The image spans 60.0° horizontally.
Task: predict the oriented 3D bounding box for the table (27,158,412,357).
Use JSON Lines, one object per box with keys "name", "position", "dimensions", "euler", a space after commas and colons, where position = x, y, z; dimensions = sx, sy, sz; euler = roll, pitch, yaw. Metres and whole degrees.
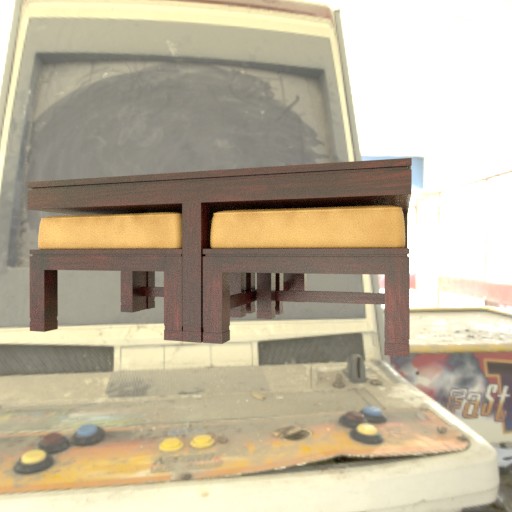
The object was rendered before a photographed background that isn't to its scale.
{"name": "table", "position": [0.000, 0.000, 1.335], "dimensions": [0.865, 0.356, 0.865], "euler": [0, 0, 18]}
